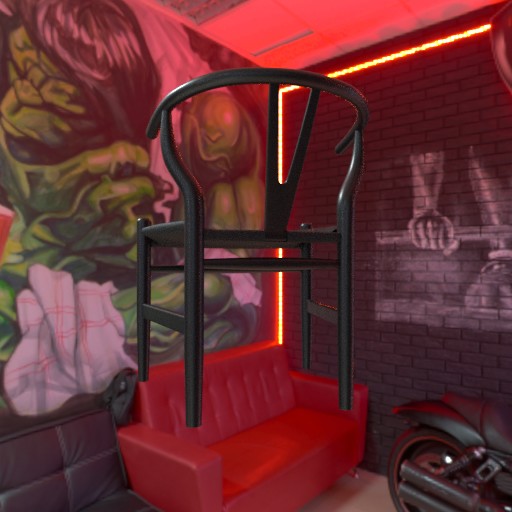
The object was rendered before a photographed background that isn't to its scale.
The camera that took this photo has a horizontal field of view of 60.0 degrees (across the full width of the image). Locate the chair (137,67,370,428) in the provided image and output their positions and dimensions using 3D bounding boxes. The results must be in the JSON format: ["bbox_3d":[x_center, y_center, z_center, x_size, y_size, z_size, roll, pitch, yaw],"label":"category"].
[{"bbox_3d":[0.000,0.000,1.138,0.569,0.730,0.579,0,-1,-18],"label":"chair"}]
